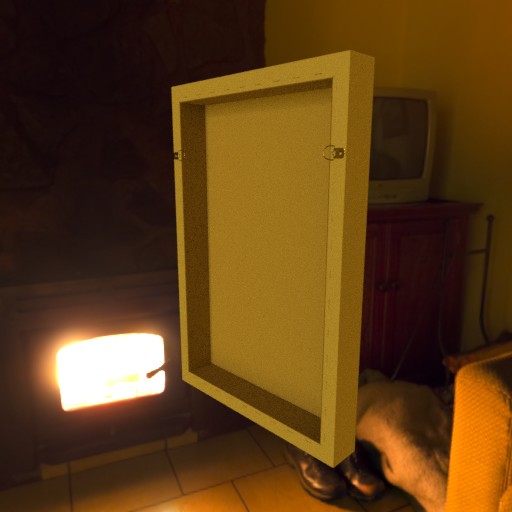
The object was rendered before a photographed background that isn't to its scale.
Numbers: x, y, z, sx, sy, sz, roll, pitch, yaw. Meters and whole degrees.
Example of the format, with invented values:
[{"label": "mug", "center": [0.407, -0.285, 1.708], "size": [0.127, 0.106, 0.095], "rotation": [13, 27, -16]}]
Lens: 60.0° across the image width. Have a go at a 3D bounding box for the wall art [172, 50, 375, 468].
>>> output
[{"label": "wall art", "center": [0.000, 0.000, 0.495], "size": [0.039, 0.381, 0.252], "rotation": [-12, 17, -43]}]
